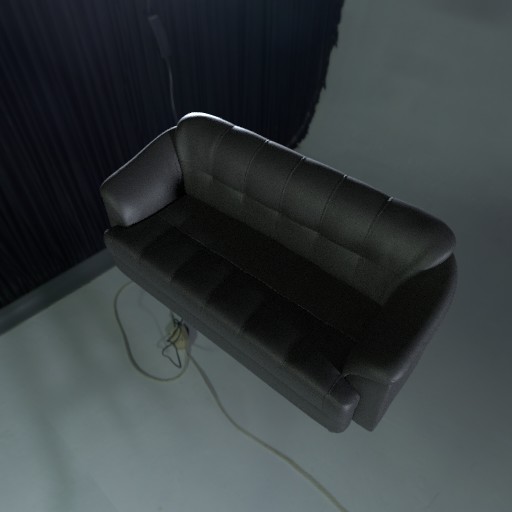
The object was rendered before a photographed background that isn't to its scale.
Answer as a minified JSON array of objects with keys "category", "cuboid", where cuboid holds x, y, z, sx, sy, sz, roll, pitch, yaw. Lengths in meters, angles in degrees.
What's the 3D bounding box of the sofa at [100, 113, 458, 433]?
[{"category":"sofa","cuboid":[0.000,0.000,2.261,1.829,0.811,0.800,31,53,27]}]
